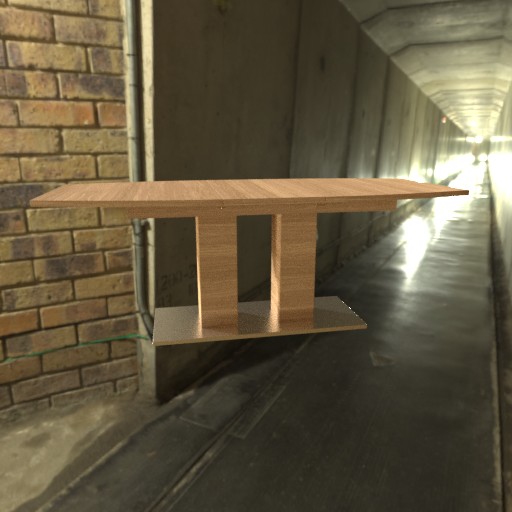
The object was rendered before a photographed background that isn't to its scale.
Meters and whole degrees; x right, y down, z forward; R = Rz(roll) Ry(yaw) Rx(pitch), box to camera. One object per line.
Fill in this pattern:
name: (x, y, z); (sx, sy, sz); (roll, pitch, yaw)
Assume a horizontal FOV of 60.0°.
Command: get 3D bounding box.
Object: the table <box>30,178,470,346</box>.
table: (0.000, 0.000, 2.428); (2.032, 0.750, 0.900); (-3, 15, -10)
